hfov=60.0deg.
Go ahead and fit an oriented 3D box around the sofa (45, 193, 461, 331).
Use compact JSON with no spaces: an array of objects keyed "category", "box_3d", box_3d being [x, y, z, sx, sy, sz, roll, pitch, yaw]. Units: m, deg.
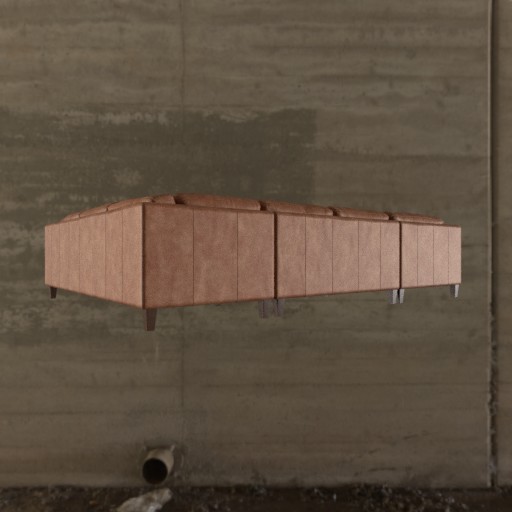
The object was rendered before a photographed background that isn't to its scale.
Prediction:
[{"category":"sofa","box_3d":[0.000,0.000,4.432,3.401,0.832,2.430,0,0,-37]}]
